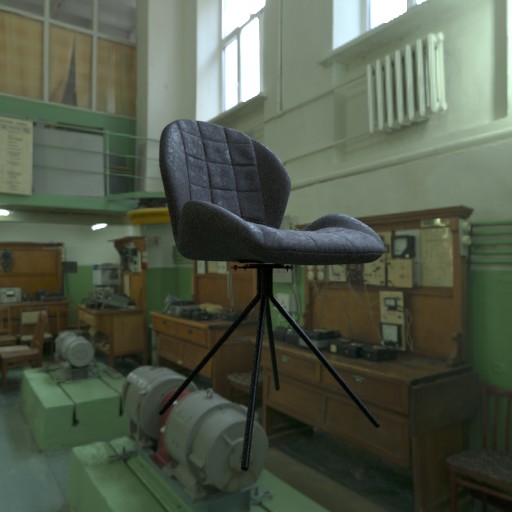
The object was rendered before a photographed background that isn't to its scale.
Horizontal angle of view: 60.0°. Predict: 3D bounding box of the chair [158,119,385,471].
[{"bbox_3d":[0.000,0.000,1.293,0.527,0.934,0.640,1,-1,-36],"label":"chair"}]
